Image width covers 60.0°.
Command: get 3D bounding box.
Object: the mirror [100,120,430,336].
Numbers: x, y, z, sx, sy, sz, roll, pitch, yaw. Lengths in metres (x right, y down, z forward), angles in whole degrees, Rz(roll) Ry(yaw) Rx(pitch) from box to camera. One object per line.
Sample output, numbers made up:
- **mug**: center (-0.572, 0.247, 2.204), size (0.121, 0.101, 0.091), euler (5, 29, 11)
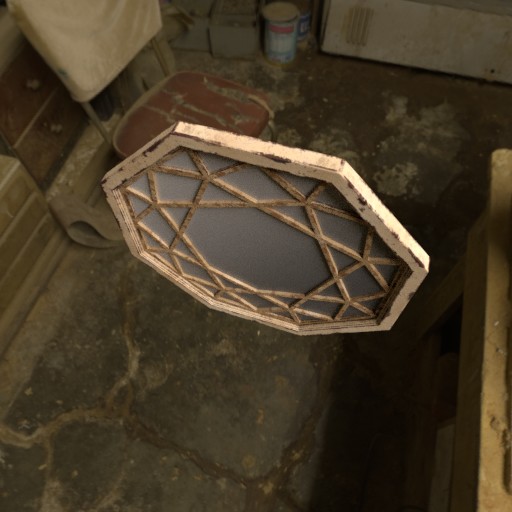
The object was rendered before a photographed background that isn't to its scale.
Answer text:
- **mirror**: center (0.000, 0.000, 0.952), size (0.648, 0.648, 0.031), euler (16, 60, 9)
